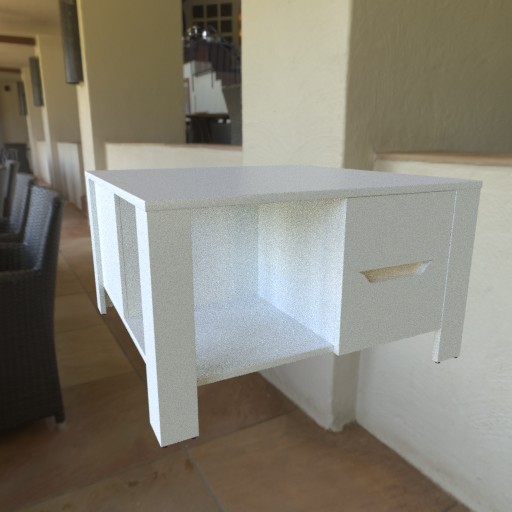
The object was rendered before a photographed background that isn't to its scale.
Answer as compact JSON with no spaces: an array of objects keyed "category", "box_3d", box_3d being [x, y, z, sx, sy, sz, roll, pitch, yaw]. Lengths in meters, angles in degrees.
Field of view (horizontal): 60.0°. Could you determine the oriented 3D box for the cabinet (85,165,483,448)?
[{"category":"cabinet","box_3d":[0.000,0.000,1.277,0.800,0.460,0.800,-7,16,-26]}]
